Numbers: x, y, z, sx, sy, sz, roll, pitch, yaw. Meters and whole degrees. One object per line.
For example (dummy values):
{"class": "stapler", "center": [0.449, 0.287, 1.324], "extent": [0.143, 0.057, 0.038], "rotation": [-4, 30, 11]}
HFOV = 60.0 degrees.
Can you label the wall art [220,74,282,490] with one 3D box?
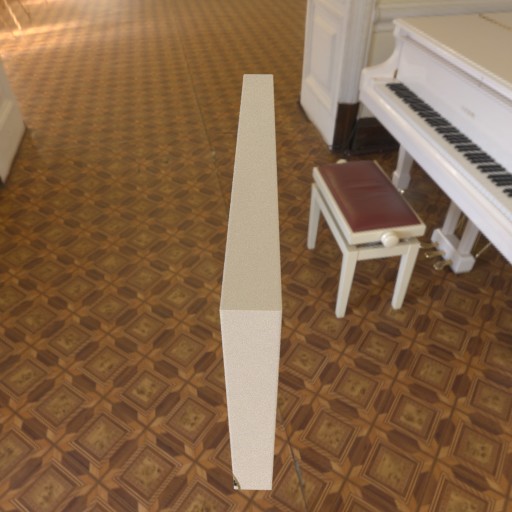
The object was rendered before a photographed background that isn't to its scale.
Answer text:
{"class": "wall art", "center": [0.000, 0.000, 0.481], "extent": [0.039, 0.254, 0.384], "rotation": [1, 41, 1]}
